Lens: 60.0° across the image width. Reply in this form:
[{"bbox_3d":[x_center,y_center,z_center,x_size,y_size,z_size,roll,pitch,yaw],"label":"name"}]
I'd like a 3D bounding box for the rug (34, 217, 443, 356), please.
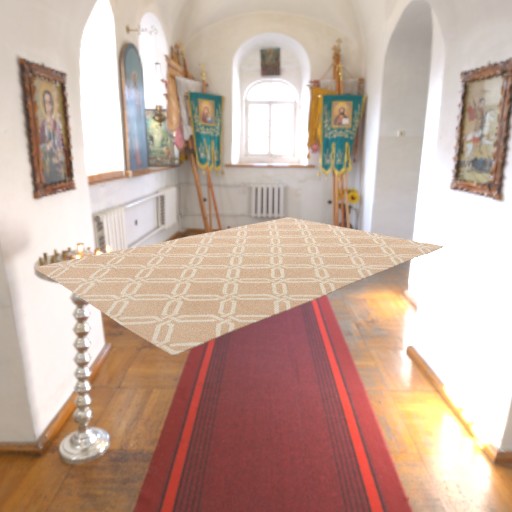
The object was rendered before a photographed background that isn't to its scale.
[{"bbox_3d":[0.000,0.000,2.212,1.745,0.010,1.146,-15,22,-42],"label":"rug"}]
